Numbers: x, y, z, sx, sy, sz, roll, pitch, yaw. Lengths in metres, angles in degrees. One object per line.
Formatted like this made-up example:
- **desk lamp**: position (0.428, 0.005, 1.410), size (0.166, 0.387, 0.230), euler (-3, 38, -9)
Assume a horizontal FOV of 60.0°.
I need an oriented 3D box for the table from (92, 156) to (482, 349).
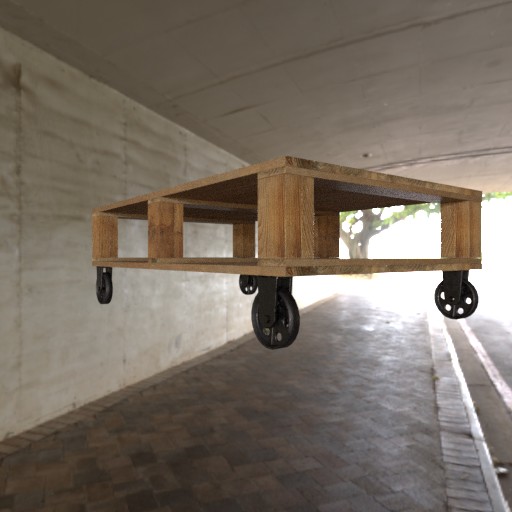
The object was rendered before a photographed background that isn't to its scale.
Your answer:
- **table**: position (0.000, 0.000, 1.681), size (0.827, 0.413, 1.299), euler (0, 0, -37)
